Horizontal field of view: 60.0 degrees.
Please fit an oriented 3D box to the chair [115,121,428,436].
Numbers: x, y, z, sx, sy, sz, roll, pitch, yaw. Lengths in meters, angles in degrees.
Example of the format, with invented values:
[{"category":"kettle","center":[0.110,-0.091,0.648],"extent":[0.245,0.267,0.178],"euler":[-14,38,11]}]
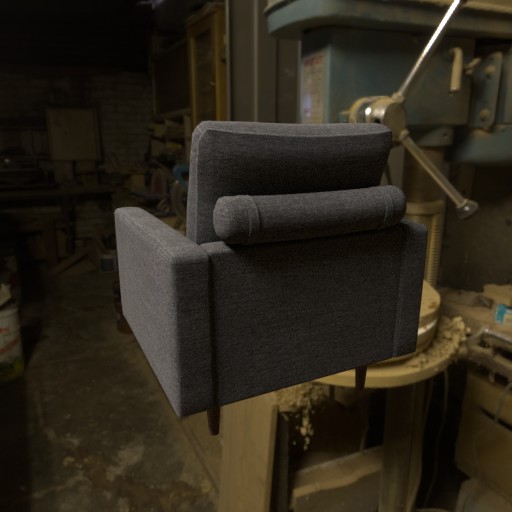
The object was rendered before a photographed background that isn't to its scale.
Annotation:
[{"category":"chair","center":[0.000,0.000,1.544],"extent":[0.821,0.880,0.843],"euler":[-7,17,-25]}]
